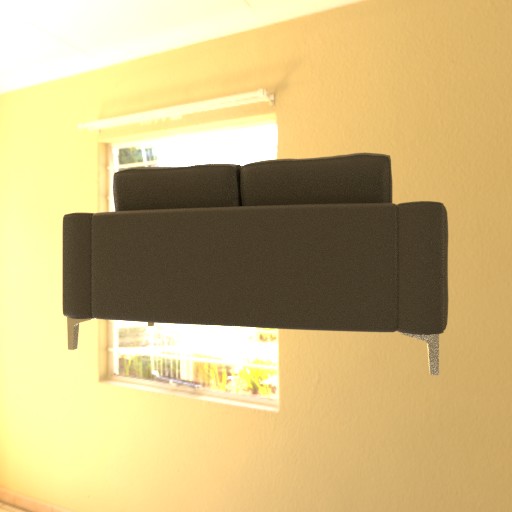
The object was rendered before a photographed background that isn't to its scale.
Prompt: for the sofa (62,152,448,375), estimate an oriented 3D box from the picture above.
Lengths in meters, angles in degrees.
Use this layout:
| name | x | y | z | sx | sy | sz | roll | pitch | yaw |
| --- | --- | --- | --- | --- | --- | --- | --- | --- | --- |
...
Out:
| name | x | y | z | sx | sy | sz | roll | pitch | yaw |
| --- | --- | --- | --- | --- | --- | --- | --- | --- | --- |
| sofa | 0.000 | 0.000 | 2.251 | 1.726 | 0.892 | 0.833 | 0 | 0 | 16 |
